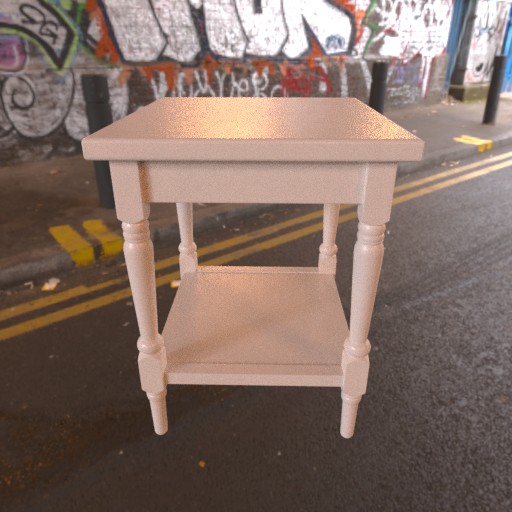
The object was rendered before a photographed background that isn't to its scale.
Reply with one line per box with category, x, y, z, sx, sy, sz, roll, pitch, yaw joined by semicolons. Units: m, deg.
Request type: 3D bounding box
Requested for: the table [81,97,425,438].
table;0.000;0.000;0.908;0.442;0.565;0.488;1;26;1
